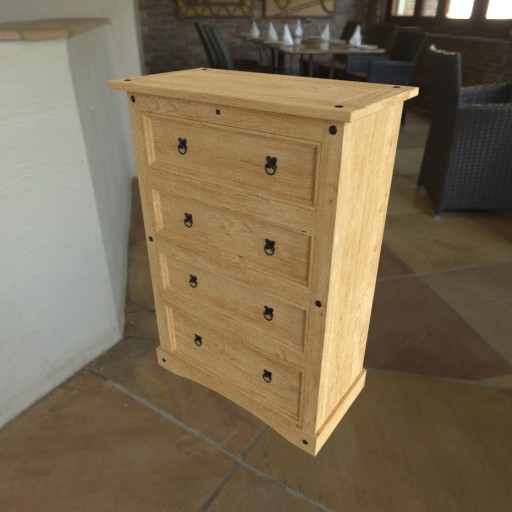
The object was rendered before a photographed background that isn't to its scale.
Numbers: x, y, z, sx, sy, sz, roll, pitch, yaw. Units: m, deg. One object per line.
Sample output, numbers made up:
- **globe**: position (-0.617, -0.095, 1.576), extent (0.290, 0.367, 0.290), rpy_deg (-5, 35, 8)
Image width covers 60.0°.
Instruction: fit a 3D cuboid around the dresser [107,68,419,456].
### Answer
- **dresser**: position (0.000, 0.000, 1.769), extent (0.915, 1.300, 0.485), rpy_deg (19, 34, 31)
